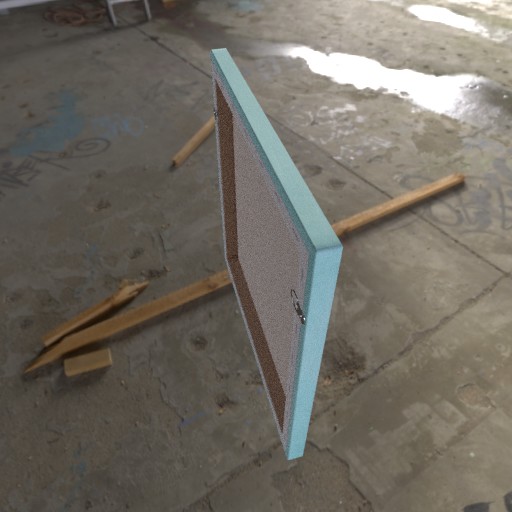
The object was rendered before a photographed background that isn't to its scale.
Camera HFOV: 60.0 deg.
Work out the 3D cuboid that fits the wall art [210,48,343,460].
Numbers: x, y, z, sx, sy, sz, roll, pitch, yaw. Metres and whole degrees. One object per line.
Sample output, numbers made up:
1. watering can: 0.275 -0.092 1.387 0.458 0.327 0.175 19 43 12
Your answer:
1. wall art: 0.000 0.000 1.607 0.070 1.073 1.071 -11 46 -11
